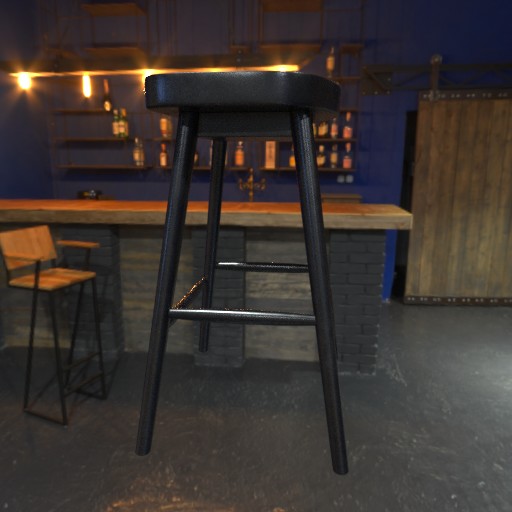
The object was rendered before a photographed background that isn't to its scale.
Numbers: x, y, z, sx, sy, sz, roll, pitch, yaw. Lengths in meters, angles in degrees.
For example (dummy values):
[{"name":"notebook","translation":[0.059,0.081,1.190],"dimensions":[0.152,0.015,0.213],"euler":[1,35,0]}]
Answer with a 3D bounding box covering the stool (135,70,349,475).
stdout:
[{"name":"stool","translation":[0.000,0.000,0.873],"dimensions":[0.361,0.615,0.440],"euler":[2,13,8]}]
